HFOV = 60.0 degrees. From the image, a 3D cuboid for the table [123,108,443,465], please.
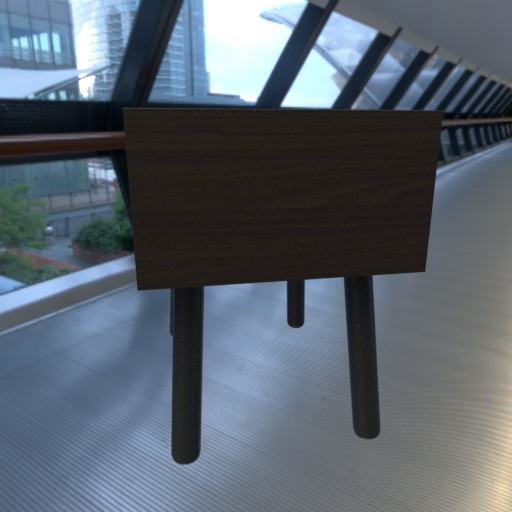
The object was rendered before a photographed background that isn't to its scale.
[{"bbox_3d":[0.000,0.000,0.774,0.370,0.470,0.450,-3,16,-10],"label":"table"}]
